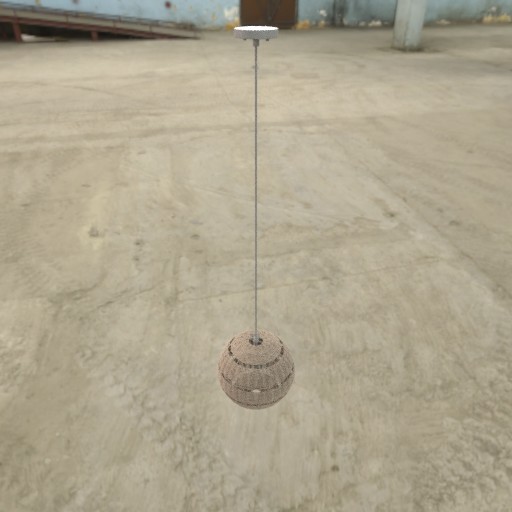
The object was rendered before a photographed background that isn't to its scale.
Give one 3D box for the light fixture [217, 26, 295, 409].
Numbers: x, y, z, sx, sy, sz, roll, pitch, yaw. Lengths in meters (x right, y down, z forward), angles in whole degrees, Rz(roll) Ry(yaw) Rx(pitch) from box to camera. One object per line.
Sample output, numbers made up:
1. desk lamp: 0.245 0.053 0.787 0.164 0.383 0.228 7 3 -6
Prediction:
1. light fixture: 0.000 0.000 2.202 0.457 2.019 0.457 9 33 15
